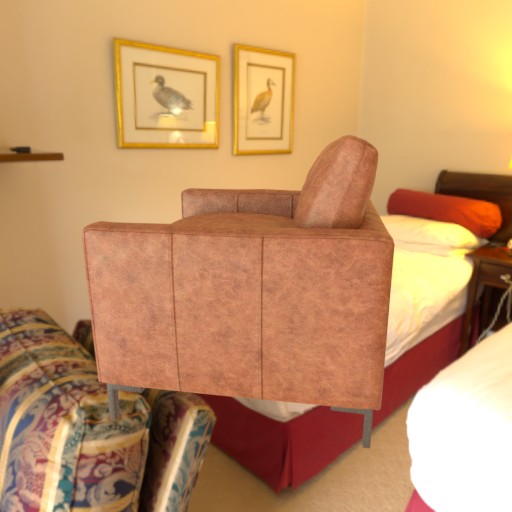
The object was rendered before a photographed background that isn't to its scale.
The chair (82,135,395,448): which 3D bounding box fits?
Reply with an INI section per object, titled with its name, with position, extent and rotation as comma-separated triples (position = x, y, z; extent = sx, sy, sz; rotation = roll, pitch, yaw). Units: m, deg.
[chair]
position = 0.000, 0.000, 1.652
extent = 0.862, 0.869, 0.967
rotation = 3, 15, 9
